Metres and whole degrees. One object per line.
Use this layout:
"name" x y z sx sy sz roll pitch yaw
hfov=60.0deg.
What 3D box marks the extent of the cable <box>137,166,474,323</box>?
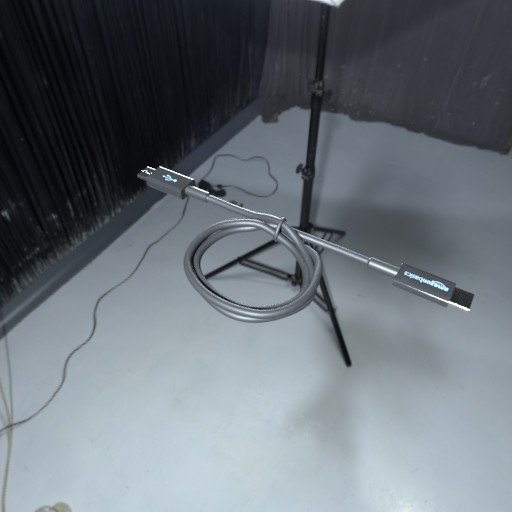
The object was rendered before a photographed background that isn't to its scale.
"cable" 0.000 0.000 0.214 0.192 0.014 0.070 23 51 21
